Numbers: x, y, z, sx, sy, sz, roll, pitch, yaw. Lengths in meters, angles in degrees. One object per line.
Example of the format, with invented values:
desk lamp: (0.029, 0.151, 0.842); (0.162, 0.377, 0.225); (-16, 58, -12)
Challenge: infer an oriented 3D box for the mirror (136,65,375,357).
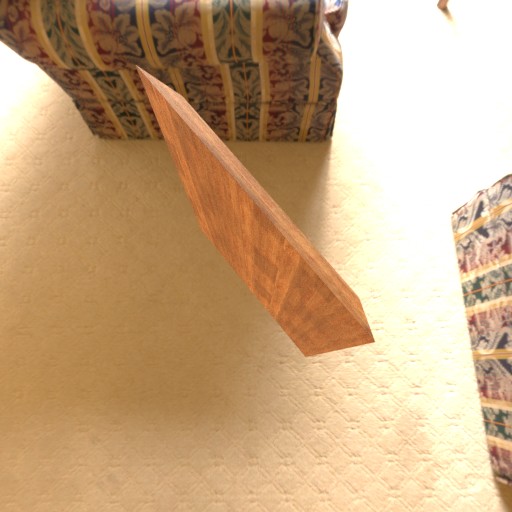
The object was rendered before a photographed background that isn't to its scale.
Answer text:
mirror: (0.000, 0.000, 1.251); (0.047, 1.010, 0.651); (-38, 79, -9)
